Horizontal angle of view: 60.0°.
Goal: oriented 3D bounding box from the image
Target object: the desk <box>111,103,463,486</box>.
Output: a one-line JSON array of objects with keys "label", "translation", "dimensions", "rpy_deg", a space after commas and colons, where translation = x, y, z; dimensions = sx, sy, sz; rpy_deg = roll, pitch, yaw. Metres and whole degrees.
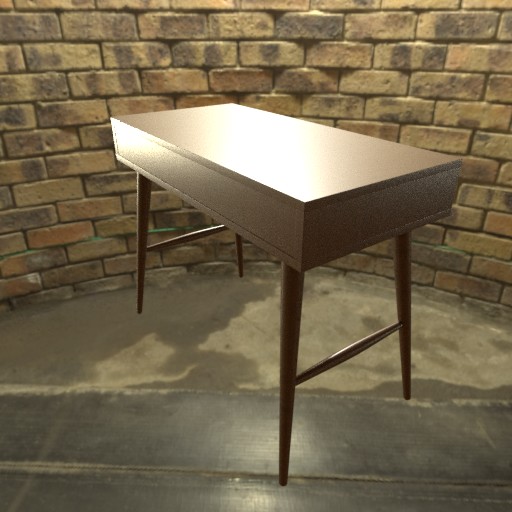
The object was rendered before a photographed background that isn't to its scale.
[{"label": "desk", "translation": [0.000, 0.000, 1.393], "dimensions": [0.510, 0.758, 0.949], "rpy_deg": [-18, 33, -31]}]
